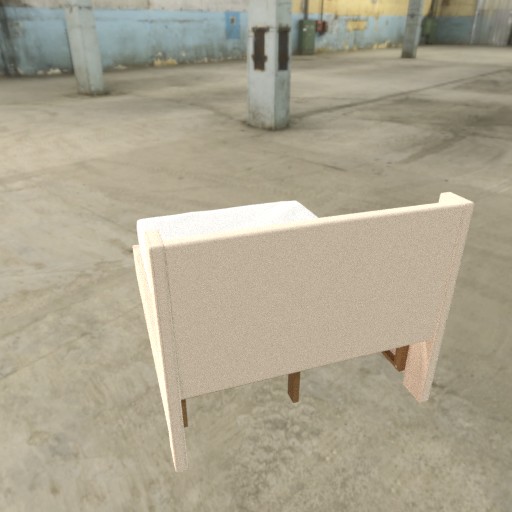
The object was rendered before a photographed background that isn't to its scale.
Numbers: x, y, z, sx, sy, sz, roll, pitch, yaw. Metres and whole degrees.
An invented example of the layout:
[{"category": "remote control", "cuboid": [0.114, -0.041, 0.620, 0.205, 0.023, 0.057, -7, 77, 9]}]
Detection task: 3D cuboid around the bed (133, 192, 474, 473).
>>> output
[{"category": "bed", "cuboid": [0.000, 0.000, 3.464, 1.765, 1.471, 2.280, -9, 28, -17]}]
